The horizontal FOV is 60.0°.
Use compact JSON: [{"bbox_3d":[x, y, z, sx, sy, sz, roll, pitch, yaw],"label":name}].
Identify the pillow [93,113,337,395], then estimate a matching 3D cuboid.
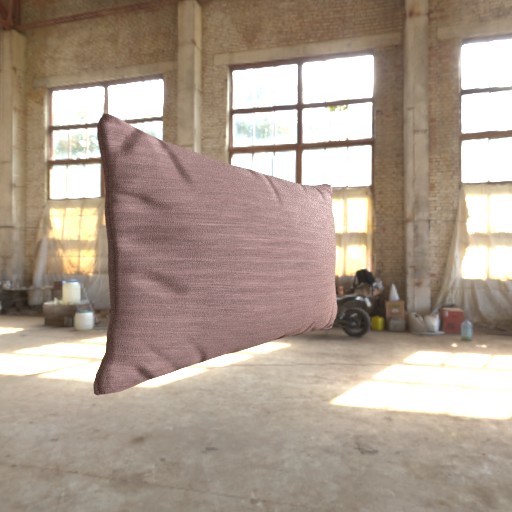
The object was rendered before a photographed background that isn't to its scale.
[{"bbox_3d":[0.000,0.000,0.779,0.210,0.338,0.633,0,0,35],"label":"pillow"}]
